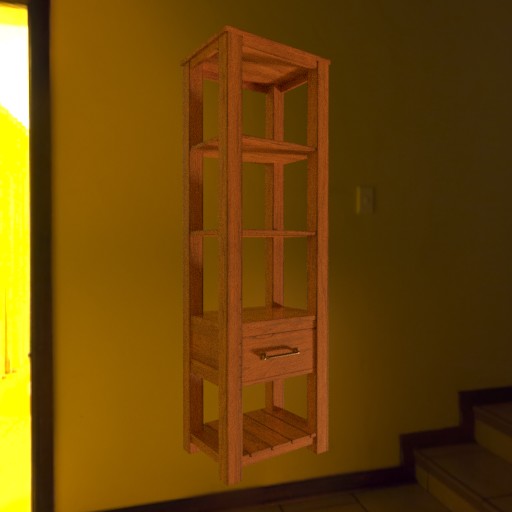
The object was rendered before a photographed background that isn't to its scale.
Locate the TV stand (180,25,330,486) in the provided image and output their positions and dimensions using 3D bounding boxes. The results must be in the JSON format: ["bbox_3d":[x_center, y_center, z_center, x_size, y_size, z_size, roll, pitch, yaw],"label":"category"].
[{"bbox_3d":[0.000,0.000,2.072,0.565,1.828,0.435,0,1,-35],"label":"TV stand"}]
